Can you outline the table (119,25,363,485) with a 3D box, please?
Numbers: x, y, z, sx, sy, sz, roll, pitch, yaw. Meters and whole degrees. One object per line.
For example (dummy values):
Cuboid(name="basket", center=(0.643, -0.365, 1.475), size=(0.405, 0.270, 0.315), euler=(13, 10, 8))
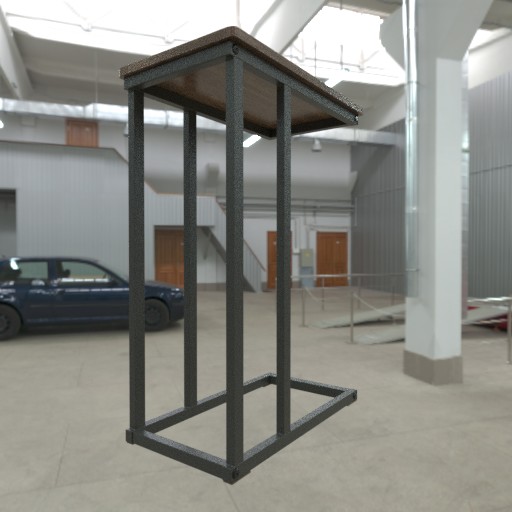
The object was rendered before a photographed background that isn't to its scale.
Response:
Cuboid(name="table", center=(0.000, 0.000, 0.862), size=(0.254, 0.637, 0.450), euler=(1, 1, 36))
